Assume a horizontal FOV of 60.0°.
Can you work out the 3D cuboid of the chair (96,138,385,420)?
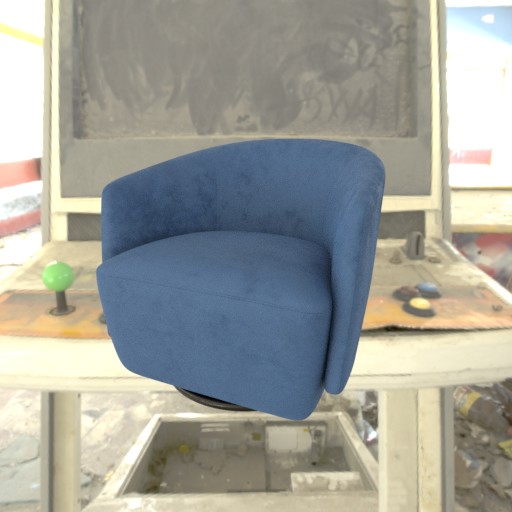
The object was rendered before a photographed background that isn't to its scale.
[{"bbox_3d":[0.000,0.000,1.394,0.773,0.698,0.767,8,18,25],"label":"chair"}]
